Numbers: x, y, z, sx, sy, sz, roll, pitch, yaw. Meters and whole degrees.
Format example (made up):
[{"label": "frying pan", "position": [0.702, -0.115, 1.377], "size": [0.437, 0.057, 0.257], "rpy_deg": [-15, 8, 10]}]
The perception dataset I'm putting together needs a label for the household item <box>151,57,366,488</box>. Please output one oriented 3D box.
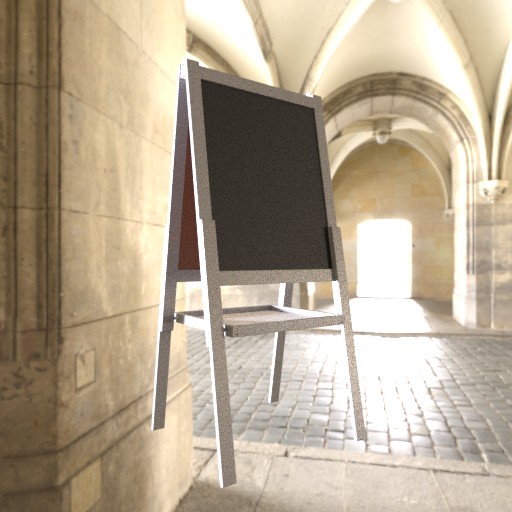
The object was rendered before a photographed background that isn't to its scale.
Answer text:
[{"label": "household item", "position": [0.000, 0.000, 1.458], "size": [0.531, 1.172, 0.469], "rpy_deg": [0, 0, -35]}]
